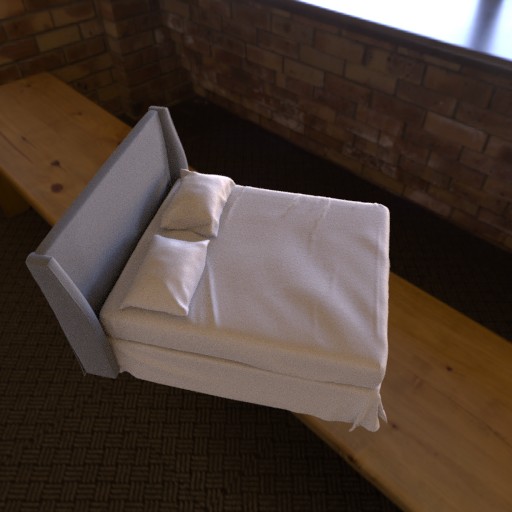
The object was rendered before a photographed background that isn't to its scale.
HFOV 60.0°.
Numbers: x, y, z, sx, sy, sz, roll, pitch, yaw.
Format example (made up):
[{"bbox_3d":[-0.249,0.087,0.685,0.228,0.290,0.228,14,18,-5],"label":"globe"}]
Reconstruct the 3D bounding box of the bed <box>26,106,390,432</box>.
[{"bbox_3d":[0.000,0.000,3.425,2.276,1.332,1.925,9,46,9],"label":"bed"}]
